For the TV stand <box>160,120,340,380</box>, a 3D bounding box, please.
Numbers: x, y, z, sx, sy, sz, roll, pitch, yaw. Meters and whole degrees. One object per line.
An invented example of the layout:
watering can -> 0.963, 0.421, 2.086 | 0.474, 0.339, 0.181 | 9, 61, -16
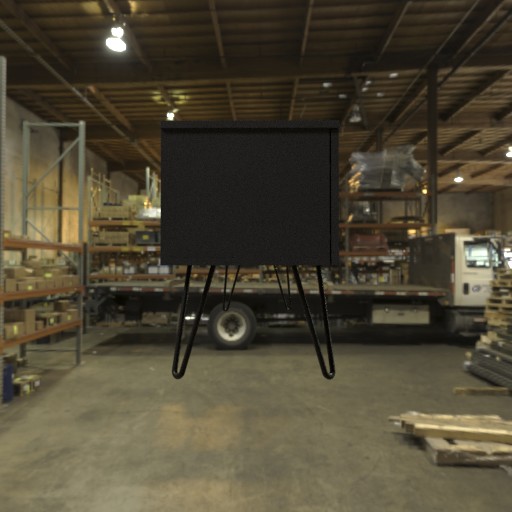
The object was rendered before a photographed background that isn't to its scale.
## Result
TV stand -> 0.000, 0.000, 1.648 | 0.400, 0.560, 1.400 | 0, -1, 0
